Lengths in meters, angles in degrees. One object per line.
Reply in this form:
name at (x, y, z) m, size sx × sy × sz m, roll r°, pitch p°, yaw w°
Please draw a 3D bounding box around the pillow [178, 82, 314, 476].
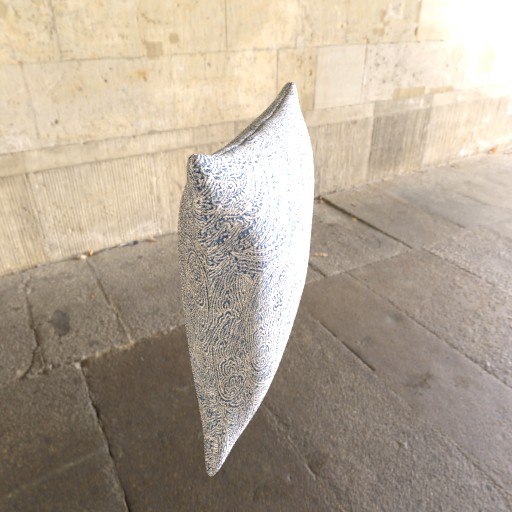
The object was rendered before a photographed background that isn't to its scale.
pillow at (0.000, 0.000, 0.780) m, size 0.166 × 0.510 × 0.523 m, roll 8°, pitch 30°, yaw 13°
